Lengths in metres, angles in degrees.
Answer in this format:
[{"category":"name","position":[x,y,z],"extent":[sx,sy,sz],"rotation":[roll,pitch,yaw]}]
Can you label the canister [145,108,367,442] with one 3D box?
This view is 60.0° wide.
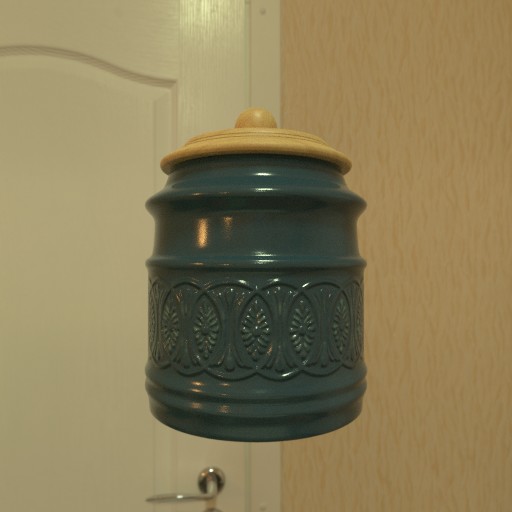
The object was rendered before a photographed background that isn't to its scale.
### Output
[{"category":"canister","position":[0.000,0.000,0.266],"extent":[0.130,0.176,0.130],"rotation":[0,0,0]}]
